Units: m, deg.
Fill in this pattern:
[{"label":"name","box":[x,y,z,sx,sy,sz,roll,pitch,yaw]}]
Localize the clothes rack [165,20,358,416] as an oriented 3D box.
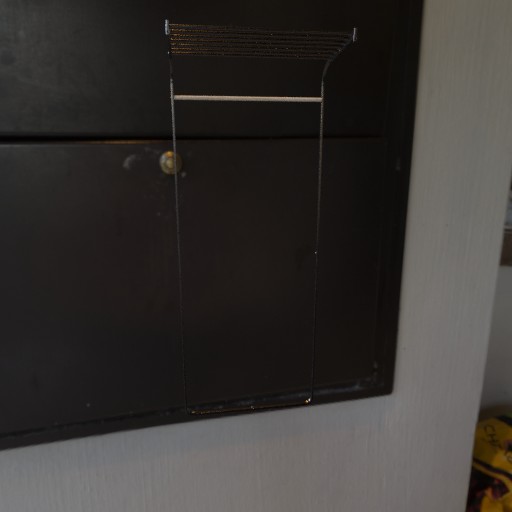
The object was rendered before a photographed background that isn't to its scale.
[{"label":"clothes rack","box":[0.000,0.000,1.736,0.609,1.574,0.349,-2,14,-9]}]
